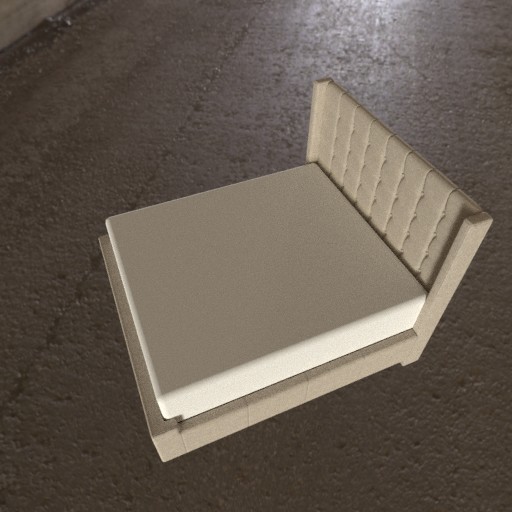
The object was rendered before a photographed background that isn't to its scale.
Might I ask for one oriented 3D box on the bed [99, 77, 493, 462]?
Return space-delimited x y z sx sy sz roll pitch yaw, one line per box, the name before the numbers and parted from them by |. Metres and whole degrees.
bed | 0.000 0.000 3.679 2.370 1.743 2.045 -18 50 -15
